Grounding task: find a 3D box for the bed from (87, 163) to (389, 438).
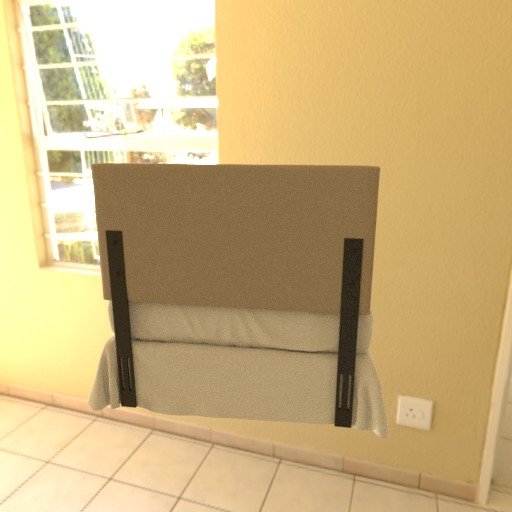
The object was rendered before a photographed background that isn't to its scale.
[{"bbox_3d":[0.000,0.000,3.596,1.936,1.577,2.222,2,15,8],"label":"bed"}]
